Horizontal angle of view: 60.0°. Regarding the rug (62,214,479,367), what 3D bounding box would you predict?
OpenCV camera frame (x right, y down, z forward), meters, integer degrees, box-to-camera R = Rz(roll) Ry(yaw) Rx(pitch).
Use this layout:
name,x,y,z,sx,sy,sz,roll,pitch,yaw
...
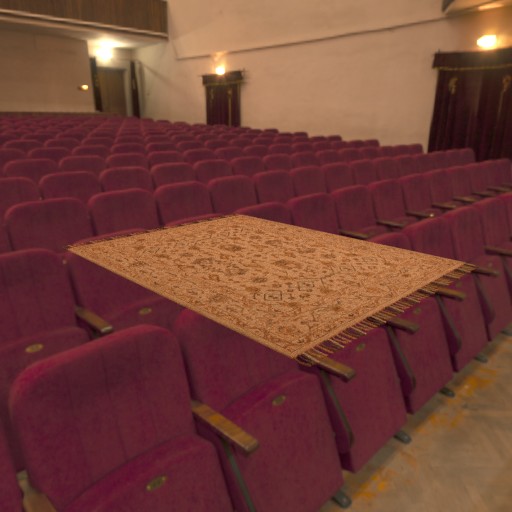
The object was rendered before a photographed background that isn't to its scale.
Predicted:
name,x,y,z,sx,sy,sz,roll,pitch,yaw
rug,0.000,0.000,2.253,1.278,0.009,1.726,-16,23,-42
